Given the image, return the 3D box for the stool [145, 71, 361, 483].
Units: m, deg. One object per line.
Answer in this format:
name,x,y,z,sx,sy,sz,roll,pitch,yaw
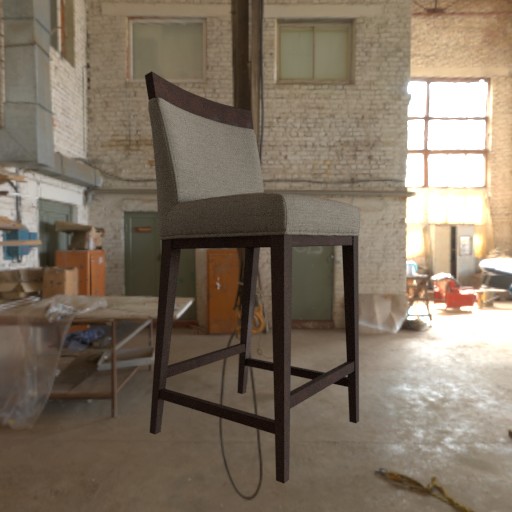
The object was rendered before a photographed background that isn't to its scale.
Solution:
stool,0.000,0.000,1.436,0.531,1.117,0.511,2,3,36
